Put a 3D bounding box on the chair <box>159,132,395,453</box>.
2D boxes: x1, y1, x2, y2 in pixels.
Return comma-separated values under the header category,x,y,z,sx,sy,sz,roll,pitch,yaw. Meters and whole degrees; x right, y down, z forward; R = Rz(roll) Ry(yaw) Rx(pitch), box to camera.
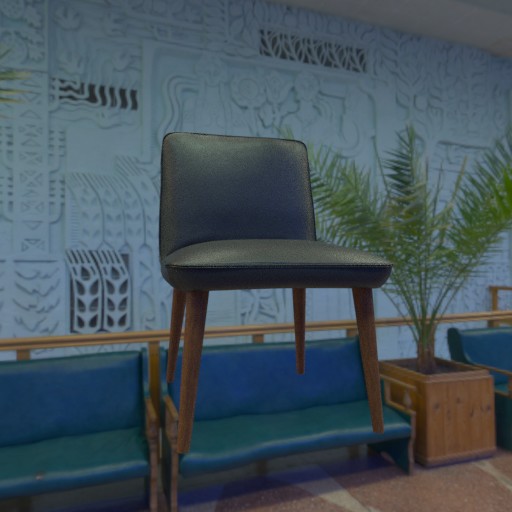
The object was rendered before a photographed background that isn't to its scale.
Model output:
category,x,y,z,sx,sy,sz,roll,pitch,yaw
chair,0.000,0.000,1.211,0.543,0.801,0.645,0,0,-18
